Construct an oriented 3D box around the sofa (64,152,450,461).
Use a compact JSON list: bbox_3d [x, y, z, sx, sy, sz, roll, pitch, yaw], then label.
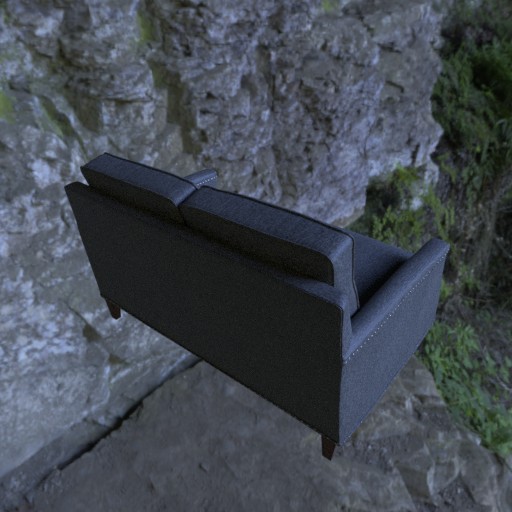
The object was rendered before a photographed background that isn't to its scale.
[{"bbox_3d":[0.000,0.000,2.233,1.597,1.003,1.084,23,38,32],"label":"sofa"}]
